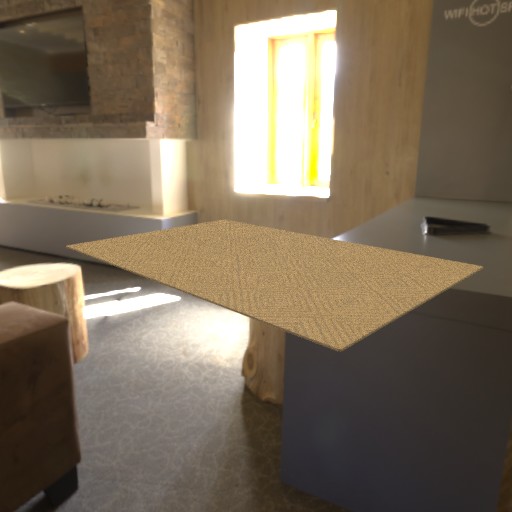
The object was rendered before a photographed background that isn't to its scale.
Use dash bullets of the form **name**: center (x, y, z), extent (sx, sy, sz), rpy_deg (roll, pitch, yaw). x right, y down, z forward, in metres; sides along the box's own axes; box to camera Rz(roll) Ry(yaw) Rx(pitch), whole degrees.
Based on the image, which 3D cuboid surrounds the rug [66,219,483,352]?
- **rug**: center (0.000, 0.000, 2.195), extent (1.753, 0.008, 1.143), rpy_deg (14, 20, 42)
